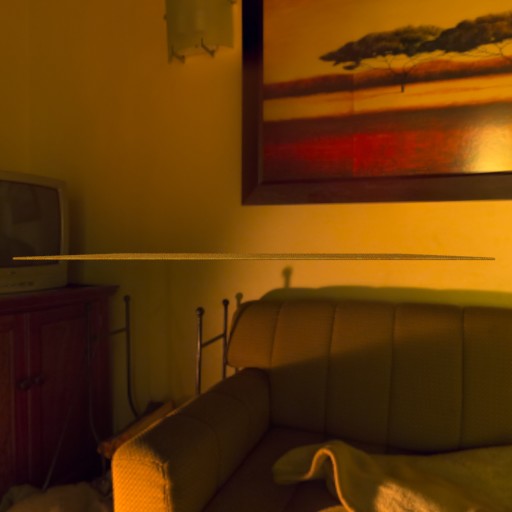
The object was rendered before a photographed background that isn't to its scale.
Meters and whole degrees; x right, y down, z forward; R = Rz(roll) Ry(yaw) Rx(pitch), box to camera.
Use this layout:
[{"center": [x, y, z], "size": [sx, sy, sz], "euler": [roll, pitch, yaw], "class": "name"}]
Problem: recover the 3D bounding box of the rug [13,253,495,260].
[{"center": [0.000, 0.000, 2.275], "size": [1.829, 0.010, 1.213], "euler": [0, 1, 1], "class": "rug"}]
